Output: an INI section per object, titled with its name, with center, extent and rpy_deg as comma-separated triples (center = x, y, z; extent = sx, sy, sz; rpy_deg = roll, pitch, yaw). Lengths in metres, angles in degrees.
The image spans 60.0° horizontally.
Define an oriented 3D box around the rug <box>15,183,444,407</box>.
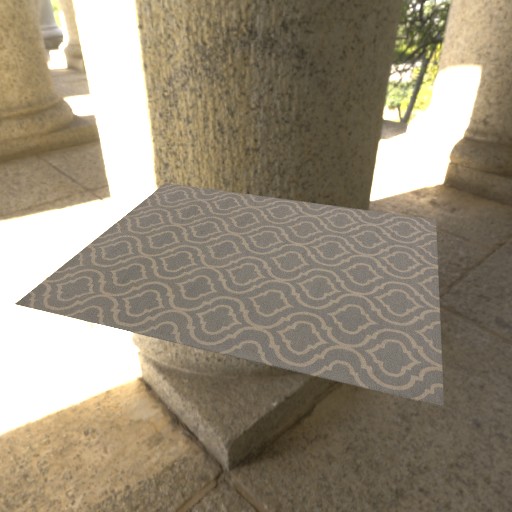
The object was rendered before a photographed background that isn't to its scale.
[rug]
center = 0.000, 0.000, 3.710
extent = 2.892, 0.006, 2.283
rpy_deg = 10, 34, 15
